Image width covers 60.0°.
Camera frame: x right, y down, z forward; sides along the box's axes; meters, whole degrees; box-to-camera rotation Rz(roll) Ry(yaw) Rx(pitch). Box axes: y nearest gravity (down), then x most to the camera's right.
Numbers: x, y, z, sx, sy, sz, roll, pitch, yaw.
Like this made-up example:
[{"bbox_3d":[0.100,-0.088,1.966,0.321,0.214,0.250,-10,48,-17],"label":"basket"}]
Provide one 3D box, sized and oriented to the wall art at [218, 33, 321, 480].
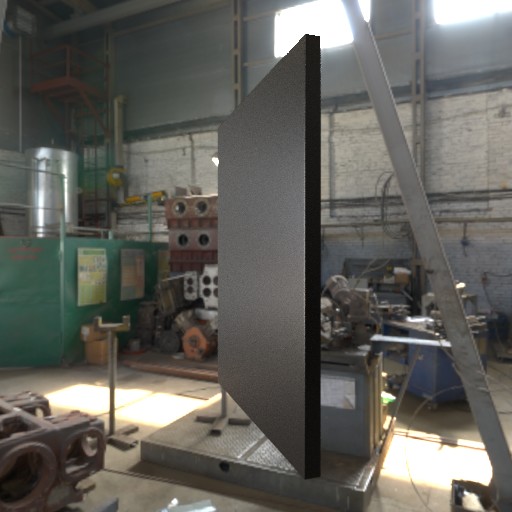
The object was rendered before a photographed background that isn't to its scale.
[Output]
[{"bbox_3d":[0.000,0.000,1.638,0.053,1.194,0.950,0,0,-19],"label":"wall art"}]
